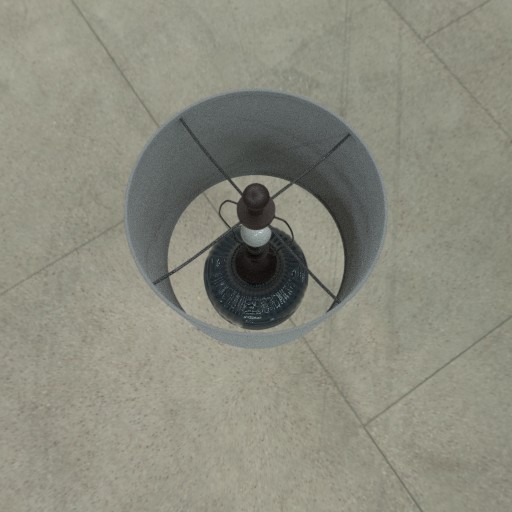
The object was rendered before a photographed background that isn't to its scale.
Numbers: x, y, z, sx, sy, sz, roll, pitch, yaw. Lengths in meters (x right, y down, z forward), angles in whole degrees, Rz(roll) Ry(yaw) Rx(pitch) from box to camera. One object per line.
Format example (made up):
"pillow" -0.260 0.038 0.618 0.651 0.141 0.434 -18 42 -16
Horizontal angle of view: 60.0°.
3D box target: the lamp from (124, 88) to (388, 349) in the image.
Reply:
"lamp" 0.000 0.000 0.773 0.318 0.567 0.318 0 75 0
